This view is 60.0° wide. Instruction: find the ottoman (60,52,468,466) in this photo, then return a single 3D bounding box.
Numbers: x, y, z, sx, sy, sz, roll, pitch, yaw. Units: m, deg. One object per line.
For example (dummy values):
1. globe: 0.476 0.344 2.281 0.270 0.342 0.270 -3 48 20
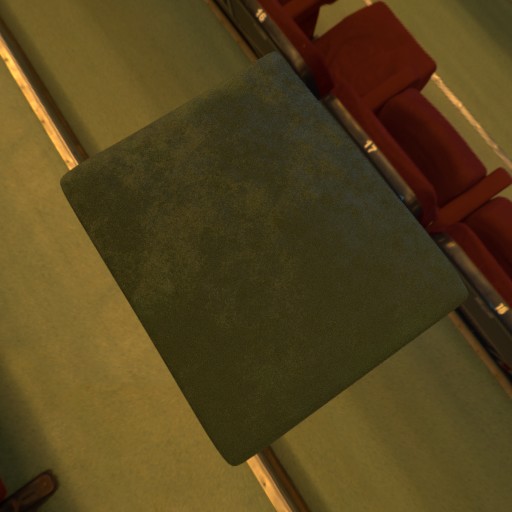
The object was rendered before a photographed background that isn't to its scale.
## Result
1. ottoman: 0.000 0.000 1.287 0.701 0.538 0.839 -33 78 -8
